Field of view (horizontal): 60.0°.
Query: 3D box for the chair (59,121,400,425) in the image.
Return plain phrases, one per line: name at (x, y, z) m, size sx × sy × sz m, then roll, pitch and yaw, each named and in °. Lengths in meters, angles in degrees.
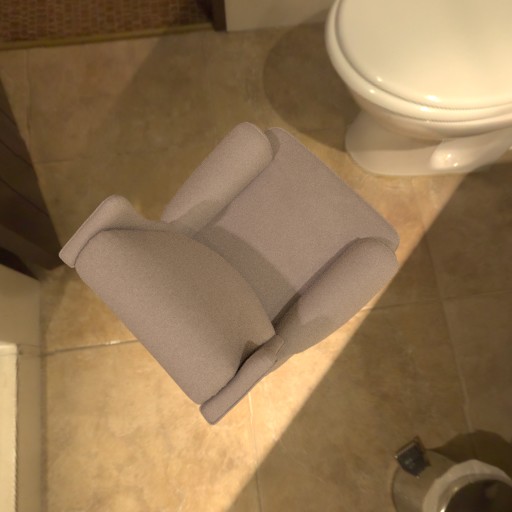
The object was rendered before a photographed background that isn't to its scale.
chair at (0.000, 0.000, 1.715) m, size 0.969 × 1.011 × 0.847 m, roll -43°, pitch 80°, yaw -10°
